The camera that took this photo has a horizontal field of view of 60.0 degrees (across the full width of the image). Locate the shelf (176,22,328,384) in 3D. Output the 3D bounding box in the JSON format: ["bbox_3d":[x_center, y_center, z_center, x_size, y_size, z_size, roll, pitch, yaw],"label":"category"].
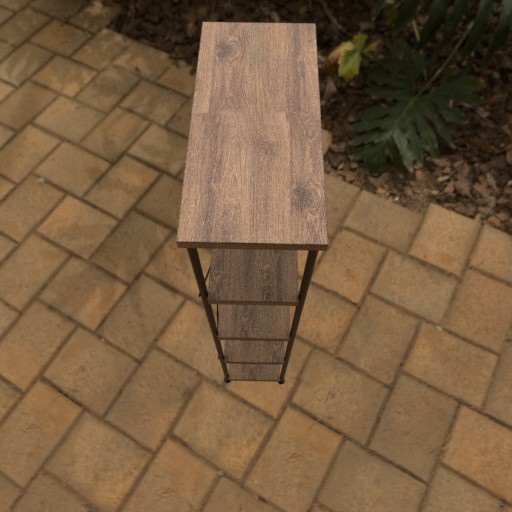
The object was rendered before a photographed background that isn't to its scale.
[{"bbox_3d":[0.000,0.000,1.985,0.360,1.700,0.800,1,63,1],"label":"shelf"}]
